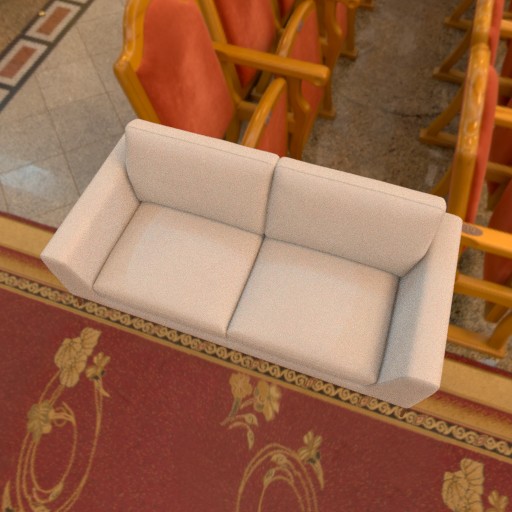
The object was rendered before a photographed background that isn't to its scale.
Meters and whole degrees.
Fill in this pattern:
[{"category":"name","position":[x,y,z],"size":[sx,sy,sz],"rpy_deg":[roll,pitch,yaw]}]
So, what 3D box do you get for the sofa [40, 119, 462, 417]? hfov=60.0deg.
[{"category":"sofa","position":[0.000,0.000,2.430],"size":[2.017,0.875,0.953],"rpy_deg":[17,61,10]}]
